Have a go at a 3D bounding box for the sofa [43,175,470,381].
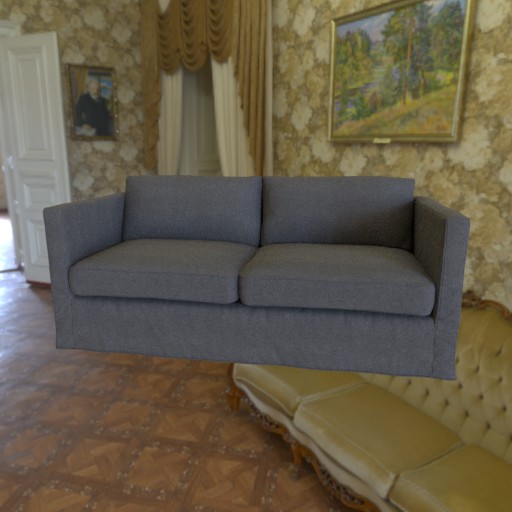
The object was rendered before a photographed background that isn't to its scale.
[{"bbox_3d":[0.000,0.000,2.462,1.982,0.855,0.953,2,14,9],"label":"sofa"}]
